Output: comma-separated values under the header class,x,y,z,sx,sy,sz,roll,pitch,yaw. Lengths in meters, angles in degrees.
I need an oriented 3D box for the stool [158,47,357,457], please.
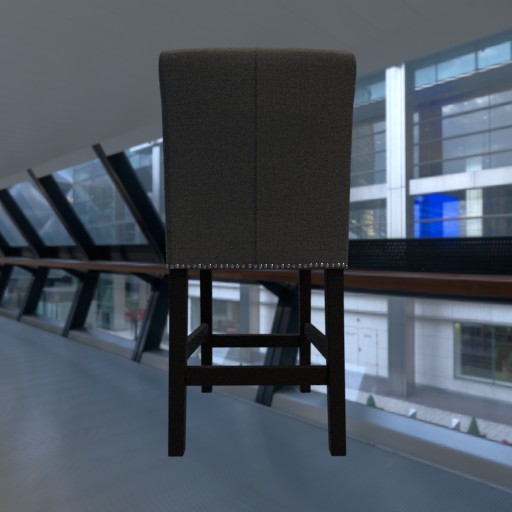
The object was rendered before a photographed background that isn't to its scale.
class,x,y,z,sx,sy,sz,roll,pitch,yaw
stool,0.000,0.000,1.195,0.427,0.885,0.571,0,-1,-1
